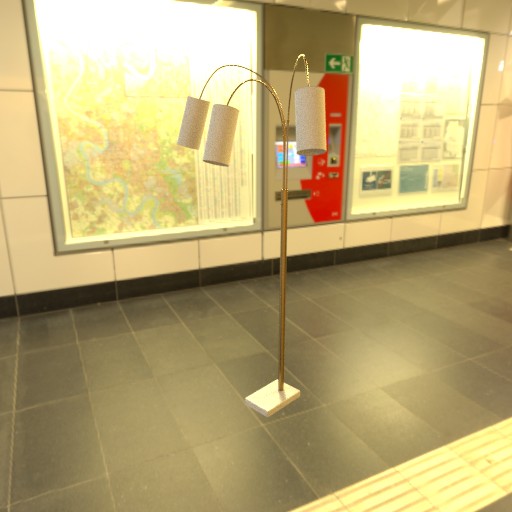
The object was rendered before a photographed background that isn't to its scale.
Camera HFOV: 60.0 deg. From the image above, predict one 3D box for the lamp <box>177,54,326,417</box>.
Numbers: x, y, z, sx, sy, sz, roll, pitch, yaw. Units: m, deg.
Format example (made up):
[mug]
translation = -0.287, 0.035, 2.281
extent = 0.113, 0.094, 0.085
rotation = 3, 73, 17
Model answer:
[lamp]
translation = 0.000, 0.000, 2.501
extent = 1.020, 2.055, 0.667
rotation = 15, 22, 42
